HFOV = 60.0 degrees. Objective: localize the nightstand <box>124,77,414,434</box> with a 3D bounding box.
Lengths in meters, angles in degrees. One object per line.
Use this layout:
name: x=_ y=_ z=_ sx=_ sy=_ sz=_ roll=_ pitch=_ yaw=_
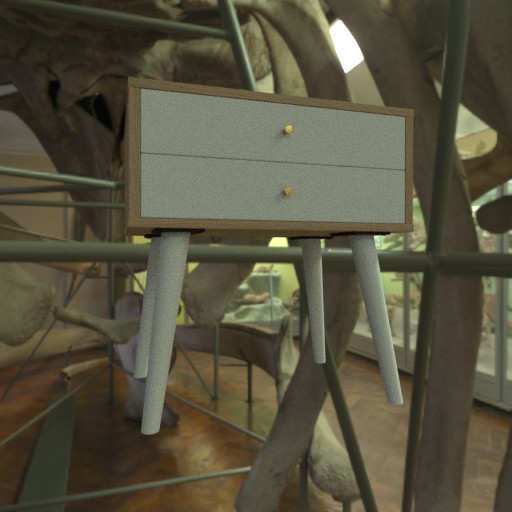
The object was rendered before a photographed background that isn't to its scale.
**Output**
nightstand: x=0.000 y=0.000 z=1.016 sx=0.571 sy=0.610 sz=0.407 roll=0 pitch=0 yaw=-17
